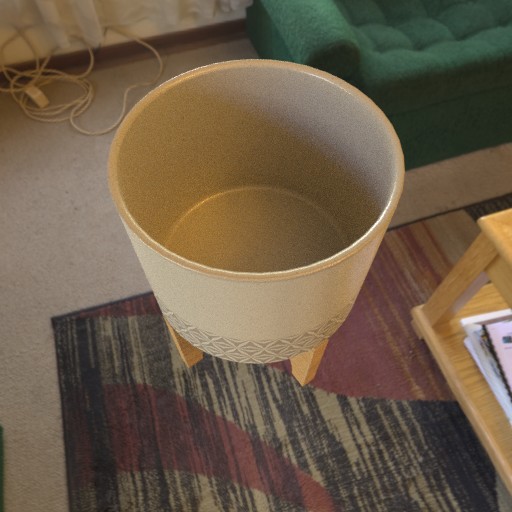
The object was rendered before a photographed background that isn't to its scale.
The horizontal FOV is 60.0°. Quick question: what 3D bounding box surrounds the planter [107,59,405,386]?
[{"bbox_3d":[0.000,0.000,0.521,0.249,0.343,0.249,0,59,0],"label":"planter"}]
